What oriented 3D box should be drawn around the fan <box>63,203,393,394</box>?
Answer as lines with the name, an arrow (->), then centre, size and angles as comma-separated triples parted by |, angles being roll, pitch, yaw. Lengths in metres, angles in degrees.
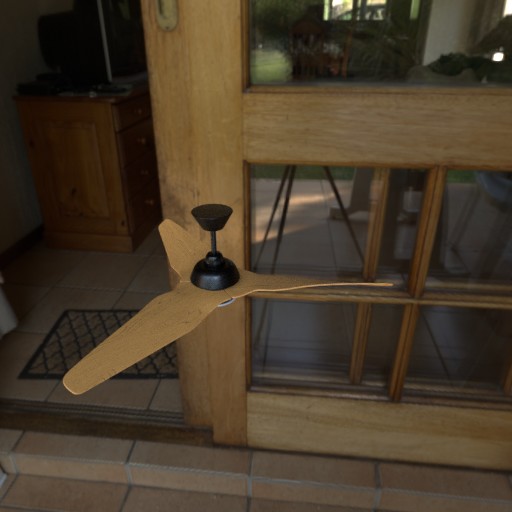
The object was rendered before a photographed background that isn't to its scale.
fan -> 0.000, 0.000, 1.618 | 1.010, 0.355, 1.142 | 0, 27, 1
